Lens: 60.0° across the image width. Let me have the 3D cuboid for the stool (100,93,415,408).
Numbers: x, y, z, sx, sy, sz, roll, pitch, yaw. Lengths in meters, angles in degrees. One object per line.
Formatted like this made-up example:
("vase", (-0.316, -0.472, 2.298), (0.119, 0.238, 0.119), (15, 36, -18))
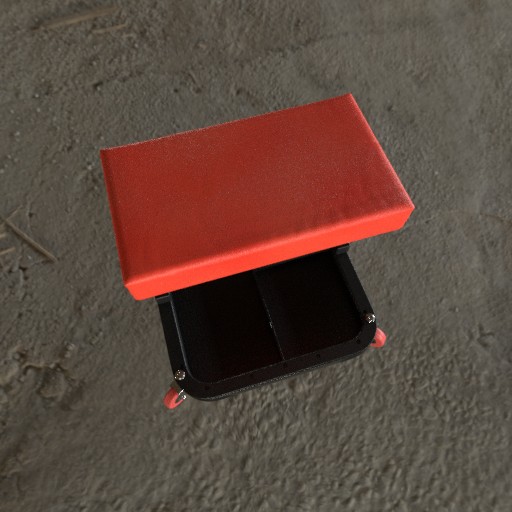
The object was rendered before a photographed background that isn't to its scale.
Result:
("stool", (0.000, 0.000, 0.733), (0.446, 0.380, 0.371), (-15, 64, -8))
